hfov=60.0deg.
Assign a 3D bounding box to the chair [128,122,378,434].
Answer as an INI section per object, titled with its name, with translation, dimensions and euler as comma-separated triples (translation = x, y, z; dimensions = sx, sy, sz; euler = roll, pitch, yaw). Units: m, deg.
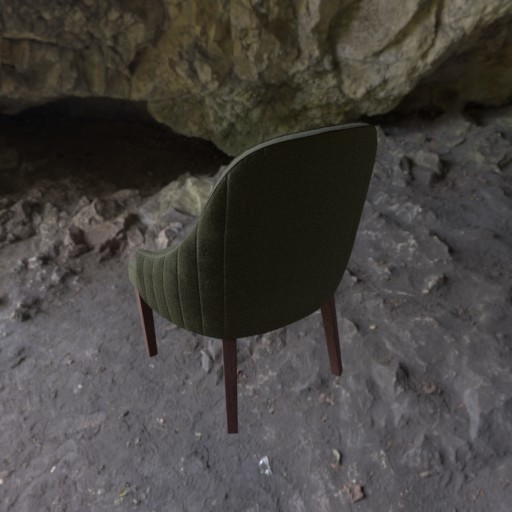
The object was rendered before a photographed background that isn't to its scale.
[chair]
translation = 0.000, 0.000, 1.351
dimensions = 0.643, 0.889, 0.575
euler = -18, 35, -29
